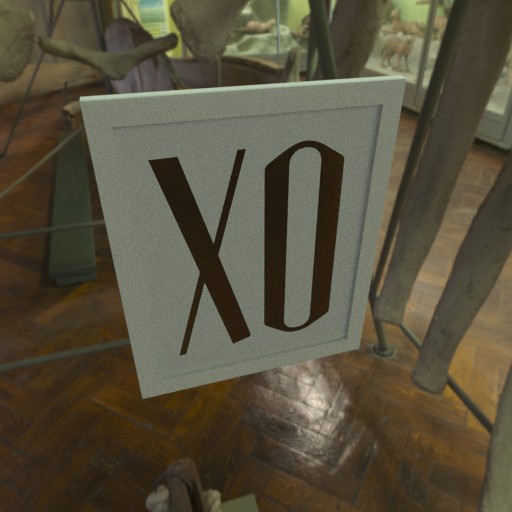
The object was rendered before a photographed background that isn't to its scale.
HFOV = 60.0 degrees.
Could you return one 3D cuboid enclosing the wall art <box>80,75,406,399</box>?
[{"bbox_3d":[0.000,0.000,0.734,0.444,0.536,0.020,-9,34,-14],"label":"wall art"}]
